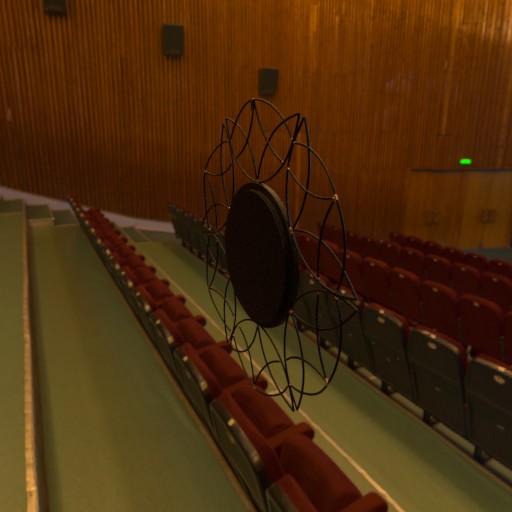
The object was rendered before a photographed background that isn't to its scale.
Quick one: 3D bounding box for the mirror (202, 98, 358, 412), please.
[{"bbox_3d":[0.000,0.000,1.153,0.028,0.775,0.797,-8,17,-26],"label":"mirror"}]
